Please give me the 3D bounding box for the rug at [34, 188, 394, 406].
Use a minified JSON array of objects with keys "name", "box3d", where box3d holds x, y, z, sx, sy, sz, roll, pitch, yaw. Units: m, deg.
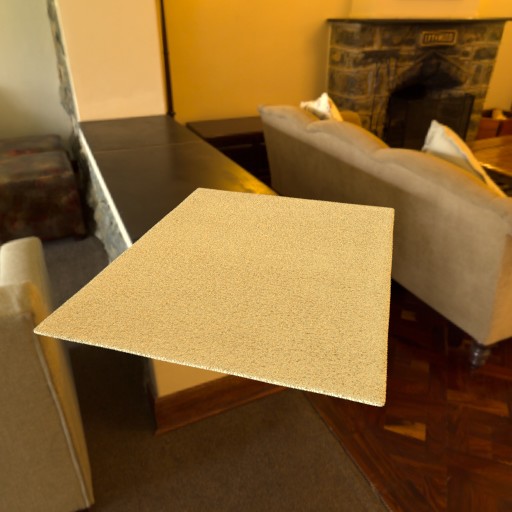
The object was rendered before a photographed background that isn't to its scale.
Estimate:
[{"name":"rug","box3d":[0.000,0.000,4.136,2.438,0.029,3.047,8,30,14]}]
